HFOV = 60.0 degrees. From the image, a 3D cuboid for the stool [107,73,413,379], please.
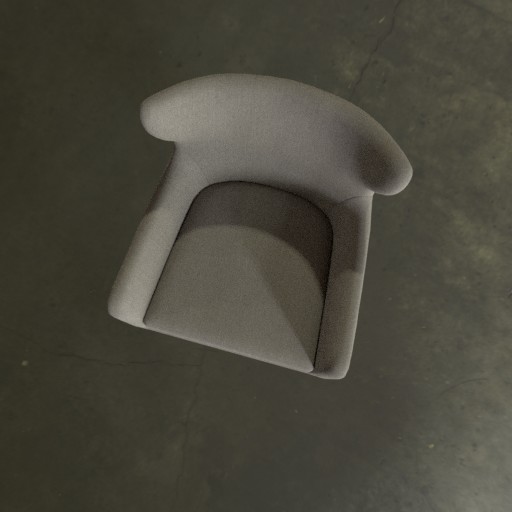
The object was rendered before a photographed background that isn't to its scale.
[{"bbox_3d":[0.000,0.000,1.306,0.575,0.951,0.575,15,77,3],"label":"stool"}]
